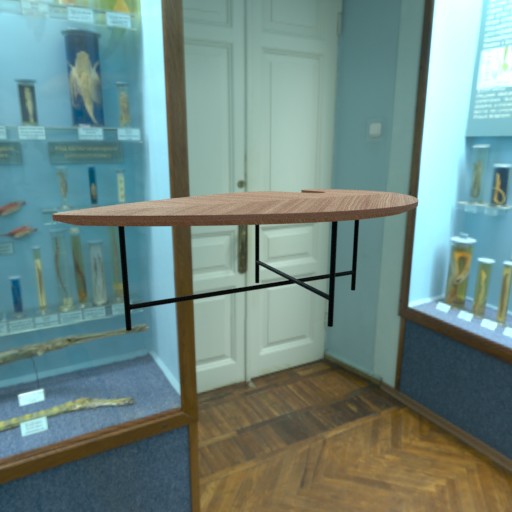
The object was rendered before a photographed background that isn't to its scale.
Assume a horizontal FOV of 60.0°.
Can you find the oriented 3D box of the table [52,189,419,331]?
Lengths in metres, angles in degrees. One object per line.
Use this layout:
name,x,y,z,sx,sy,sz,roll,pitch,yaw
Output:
table,0.000,0.000,1.469,1.199,0.360,0.598,-7,16,-26
